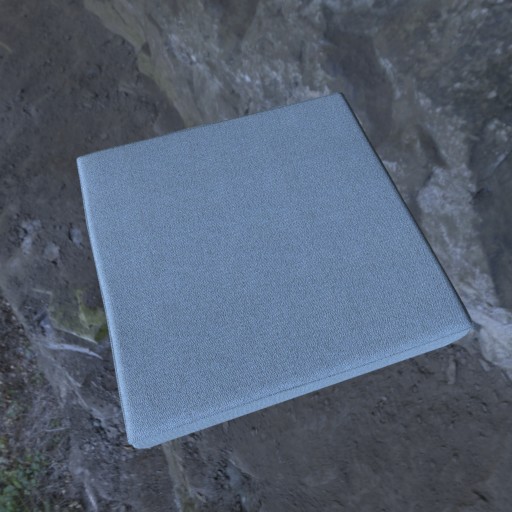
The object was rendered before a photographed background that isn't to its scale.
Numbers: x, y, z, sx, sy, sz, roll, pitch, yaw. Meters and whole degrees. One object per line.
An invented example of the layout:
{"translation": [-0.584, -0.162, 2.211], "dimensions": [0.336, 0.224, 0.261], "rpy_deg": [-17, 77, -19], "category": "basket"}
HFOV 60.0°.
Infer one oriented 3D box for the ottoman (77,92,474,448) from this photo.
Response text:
{"translation": [0.000, 0.000, 1.523], "dimensions": [1.004, 0.379, 0.968], "rpy_deg": [-16, 65, -8], "category": "ottoman"}
